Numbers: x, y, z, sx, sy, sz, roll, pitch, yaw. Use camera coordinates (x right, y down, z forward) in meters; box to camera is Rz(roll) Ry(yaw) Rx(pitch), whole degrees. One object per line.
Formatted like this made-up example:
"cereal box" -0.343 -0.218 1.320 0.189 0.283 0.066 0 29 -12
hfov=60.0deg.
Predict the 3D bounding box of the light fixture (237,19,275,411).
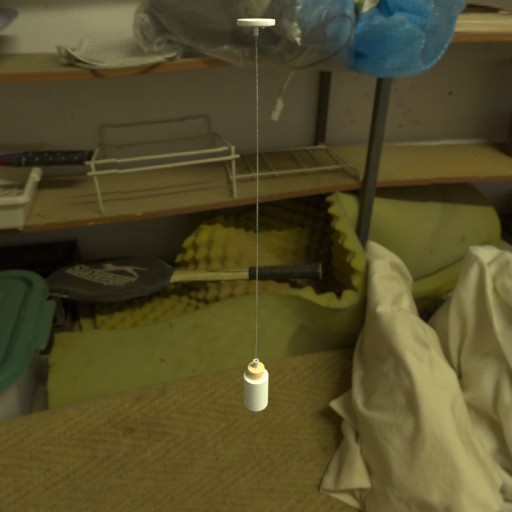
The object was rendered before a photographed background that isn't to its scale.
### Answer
"light fixture" 0.000 0.000 1.908 0.125 1.798 0.125 -21 36 -31
